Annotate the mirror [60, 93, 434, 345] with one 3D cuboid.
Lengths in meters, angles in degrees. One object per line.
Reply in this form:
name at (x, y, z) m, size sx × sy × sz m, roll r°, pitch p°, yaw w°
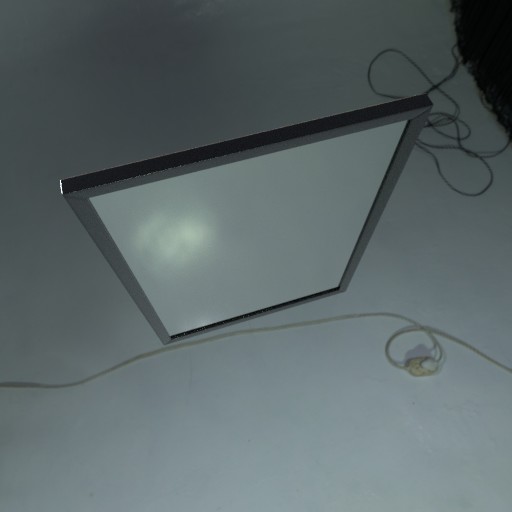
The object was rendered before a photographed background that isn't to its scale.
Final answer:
mirror at (0.000, 0.000, 1.331) m, size 0.762 × 1.016 × 0.040 m, roll -15°, pitch 64°, yaw -8°
